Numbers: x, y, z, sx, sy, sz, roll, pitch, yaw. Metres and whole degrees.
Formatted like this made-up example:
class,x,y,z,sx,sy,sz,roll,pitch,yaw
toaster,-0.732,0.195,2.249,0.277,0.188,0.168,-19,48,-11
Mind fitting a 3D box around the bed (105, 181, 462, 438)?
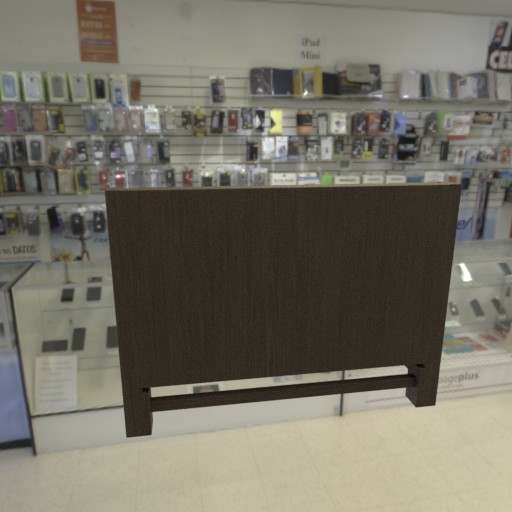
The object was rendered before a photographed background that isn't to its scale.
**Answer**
class,x,y,z,sx,sy,sz,roll,pitch,yaw
bed,0.000,0.000,3.322,1.727,1.270,2.242,-2,15,-9
